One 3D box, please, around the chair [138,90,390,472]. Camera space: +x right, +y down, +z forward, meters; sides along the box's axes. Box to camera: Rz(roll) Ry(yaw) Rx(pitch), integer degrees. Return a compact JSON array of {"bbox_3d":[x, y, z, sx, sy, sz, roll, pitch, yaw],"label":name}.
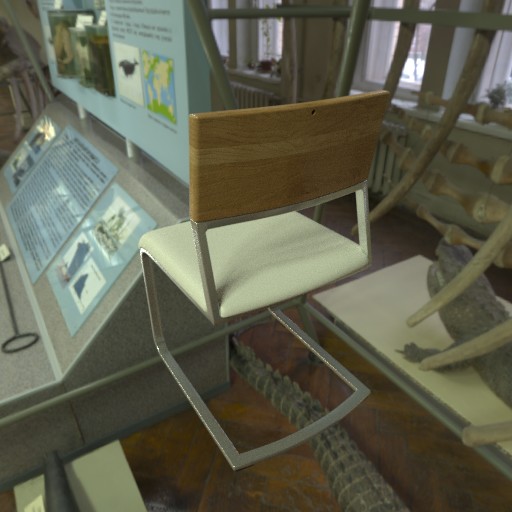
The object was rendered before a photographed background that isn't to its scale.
[{"bbox_3d":[0.000,0.000,1.183,0.467,0.844,0.585,-17,34,-28],"label":"chair"}]
